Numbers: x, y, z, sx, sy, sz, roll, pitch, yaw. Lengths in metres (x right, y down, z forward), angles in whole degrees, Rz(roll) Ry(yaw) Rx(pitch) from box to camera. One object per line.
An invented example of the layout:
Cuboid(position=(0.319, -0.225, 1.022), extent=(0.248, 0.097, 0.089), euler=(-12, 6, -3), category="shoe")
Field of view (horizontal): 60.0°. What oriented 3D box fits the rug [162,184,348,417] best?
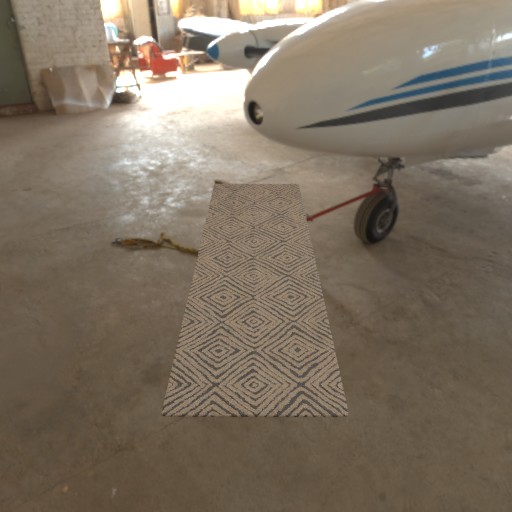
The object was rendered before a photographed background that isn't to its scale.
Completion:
Cuboid(position=(0.000, 0.000, 2.576), extent=(0.676, 0.008, 2.277), euler=(0, 30, 0), category="rug")
